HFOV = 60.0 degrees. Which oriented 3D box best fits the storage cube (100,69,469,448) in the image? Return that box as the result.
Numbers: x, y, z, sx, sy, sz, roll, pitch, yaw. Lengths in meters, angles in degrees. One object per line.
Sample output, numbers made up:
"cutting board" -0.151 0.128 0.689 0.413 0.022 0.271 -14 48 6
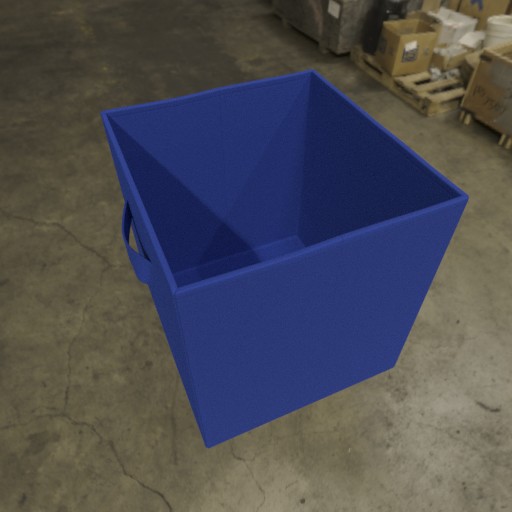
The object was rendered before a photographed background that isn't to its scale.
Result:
"storage cube" 0.000 0.000 0.508 0.270 0.280 0.270 -18 49 -16
